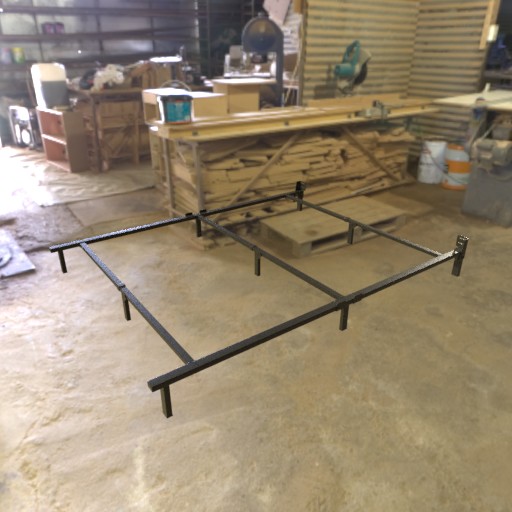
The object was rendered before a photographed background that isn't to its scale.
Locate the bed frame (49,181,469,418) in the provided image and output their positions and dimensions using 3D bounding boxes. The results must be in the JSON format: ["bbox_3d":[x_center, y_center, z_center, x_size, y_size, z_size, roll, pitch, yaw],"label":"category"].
[{"bbox_3d":[0.000,0.000,2.660,1.990,0.248,1.498,-17,31,-32],"label":"bed frame"}]
